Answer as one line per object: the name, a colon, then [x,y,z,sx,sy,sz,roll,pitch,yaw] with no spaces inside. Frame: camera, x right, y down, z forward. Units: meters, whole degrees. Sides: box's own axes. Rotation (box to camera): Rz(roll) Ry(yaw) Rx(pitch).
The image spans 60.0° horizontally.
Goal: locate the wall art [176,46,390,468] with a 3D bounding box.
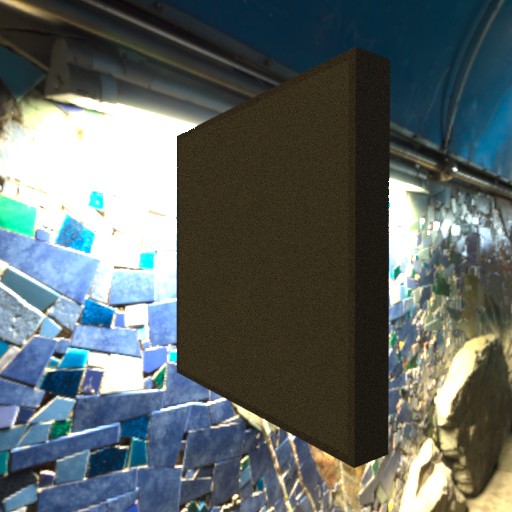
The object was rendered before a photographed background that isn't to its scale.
wall art: [0.000,0.000,0.454,0.038,0.303,0.304,-1,1,-35]
